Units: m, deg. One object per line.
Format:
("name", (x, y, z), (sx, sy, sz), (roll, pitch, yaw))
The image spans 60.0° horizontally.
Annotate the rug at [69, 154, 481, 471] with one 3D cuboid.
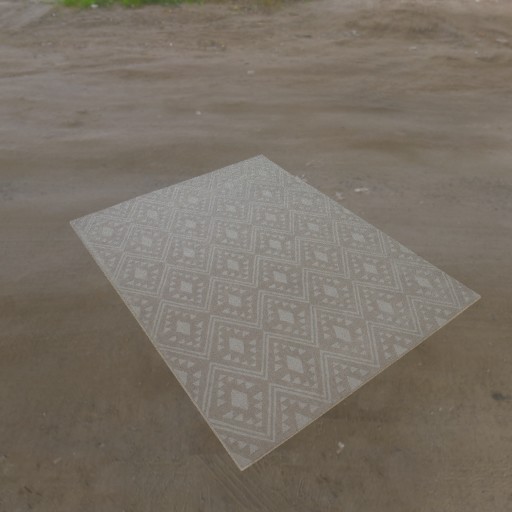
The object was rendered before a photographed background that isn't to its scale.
("rug", (0.000, 0.000, 4.017), (2.399, 0.054, 3.011), (-25, 47, -27))
